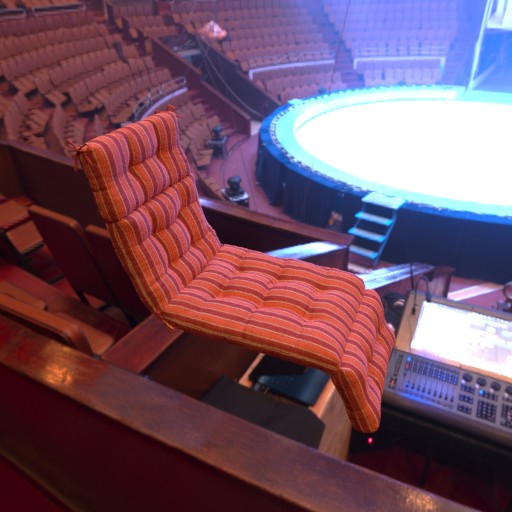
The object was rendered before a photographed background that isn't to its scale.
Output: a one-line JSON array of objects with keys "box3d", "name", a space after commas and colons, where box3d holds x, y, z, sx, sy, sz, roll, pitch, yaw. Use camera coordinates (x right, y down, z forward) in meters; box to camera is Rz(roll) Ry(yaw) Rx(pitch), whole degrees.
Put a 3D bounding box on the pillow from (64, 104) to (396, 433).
[{"box3d": [0.000, 0.000, 1.538, 1.016, 0.863, 0.526, 12, 33, 19], "name": "pillow"}]
